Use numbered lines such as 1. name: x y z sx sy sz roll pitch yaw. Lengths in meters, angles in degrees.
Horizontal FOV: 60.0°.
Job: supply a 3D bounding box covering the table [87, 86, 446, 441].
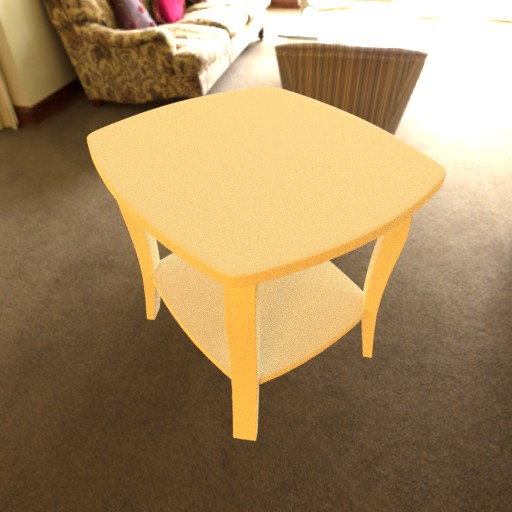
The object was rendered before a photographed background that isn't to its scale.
1. table: 0.000 0.000 0.843 0.451 0.438 0.502 -26 47 -27
